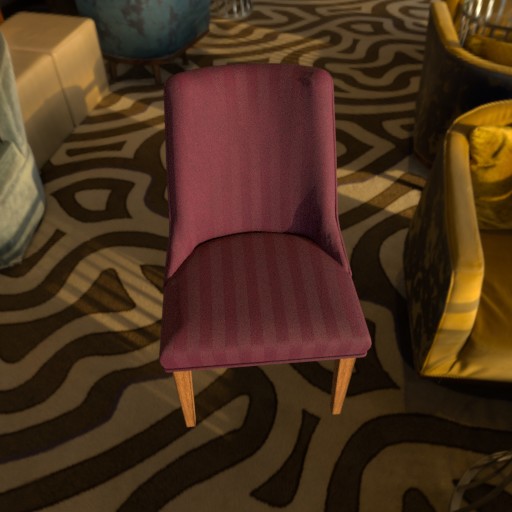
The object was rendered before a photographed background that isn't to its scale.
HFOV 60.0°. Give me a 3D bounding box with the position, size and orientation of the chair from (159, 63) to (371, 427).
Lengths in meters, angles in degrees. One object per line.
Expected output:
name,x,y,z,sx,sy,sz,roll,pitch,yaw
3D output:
chair,0.000,0.000,1.322,0.548,0.916,0.638,-4,47,-3
